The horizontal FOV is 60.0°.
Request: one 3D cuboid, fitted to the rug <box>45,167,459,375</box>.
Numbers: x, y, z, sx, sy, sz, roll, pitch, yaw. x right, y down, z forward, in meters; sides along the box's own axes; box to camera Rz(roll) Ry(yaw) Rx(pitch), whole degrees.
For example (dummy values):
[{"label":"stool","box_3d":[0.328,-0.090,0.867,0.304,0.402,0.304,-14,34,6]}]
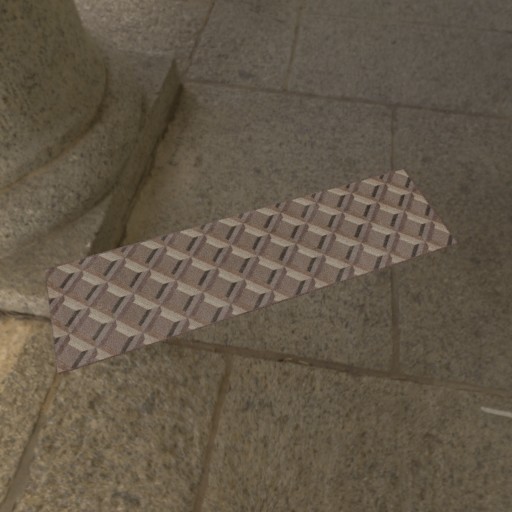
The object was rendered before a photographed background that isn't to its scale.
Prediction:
[{"label":"rug","box_3d":[0.000,0.000,2.696,2.437,0.013,0.685,-17,59,-10]}]
